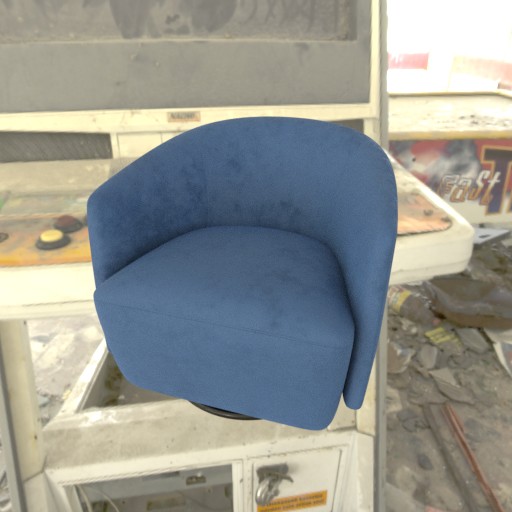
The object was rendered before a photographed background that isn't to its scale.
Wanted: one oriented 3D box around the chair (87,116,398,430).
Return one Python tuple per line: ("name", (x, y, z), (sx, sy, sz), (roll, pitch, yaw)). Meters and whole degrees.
("chair", (0.000, 0.000, 1.335), (0.773, 0.698, 0.767), (8, 28, 16))
